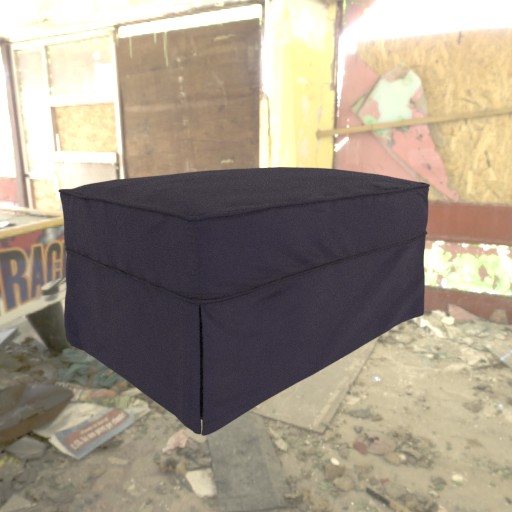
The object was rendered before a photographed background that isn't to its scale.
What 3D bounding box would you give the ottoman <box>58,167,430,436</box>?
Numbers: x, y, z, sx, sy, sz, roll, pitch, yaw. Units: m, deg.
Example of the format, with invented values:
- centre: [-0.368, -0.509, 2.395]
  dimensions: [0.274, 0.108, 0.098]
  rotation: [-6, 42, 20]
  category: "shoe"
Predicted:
- centre: [0.000, 0.000, 1.302]
  dimensions: [0.938, 0.503, 0.637]
  rotation: [-14, 20, -43]
  category: "ottoman"
